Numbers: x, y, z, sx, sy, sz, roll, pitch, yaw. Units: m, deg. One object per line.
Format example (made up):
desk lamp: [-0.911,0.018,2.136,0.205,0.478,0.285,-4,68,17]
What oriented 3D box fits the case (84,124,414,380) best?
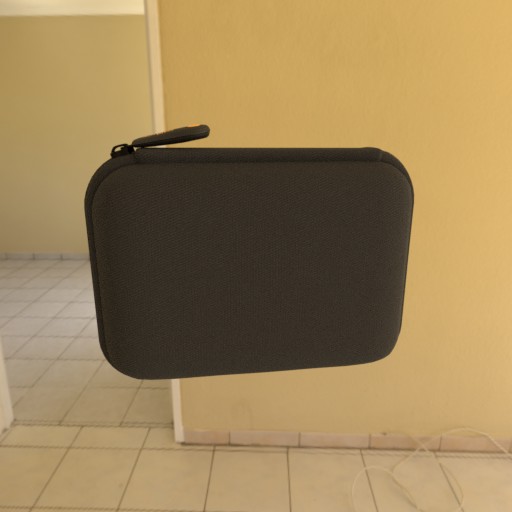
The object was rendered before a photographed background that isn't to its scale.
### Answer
case: [0.000,0.000,0.185,0.132,0.105,0.038,-2,17,-8]
